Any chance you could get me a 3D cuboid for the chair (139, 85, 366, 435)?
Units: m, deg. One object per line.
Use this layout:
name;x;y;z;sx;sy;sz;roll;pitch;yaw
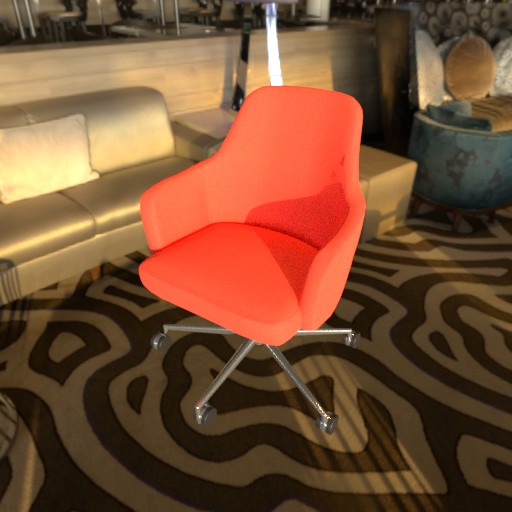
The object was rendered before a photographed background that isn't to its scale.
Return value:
chair;0.000;0.000;1.243;0.655;0.820;0.600;20;36;29
